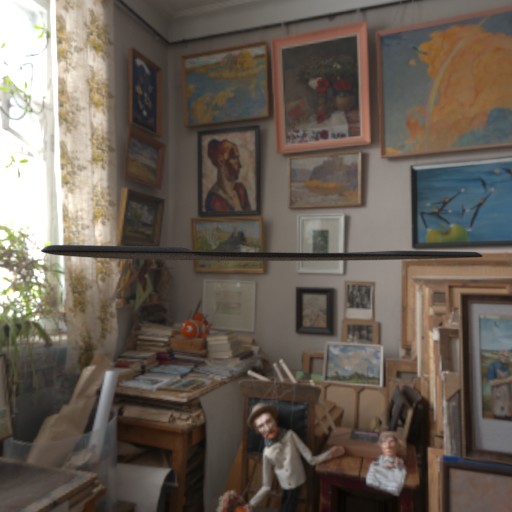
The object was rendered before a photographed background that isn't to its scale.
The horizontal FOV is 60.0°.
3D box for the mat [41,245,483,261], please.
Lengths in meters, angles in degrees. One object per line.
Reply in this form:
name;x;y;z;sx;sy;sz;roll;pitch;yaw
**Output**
mat;0.000;0.000;1.850;1.525;0.022;0.917;1;-2;-18
